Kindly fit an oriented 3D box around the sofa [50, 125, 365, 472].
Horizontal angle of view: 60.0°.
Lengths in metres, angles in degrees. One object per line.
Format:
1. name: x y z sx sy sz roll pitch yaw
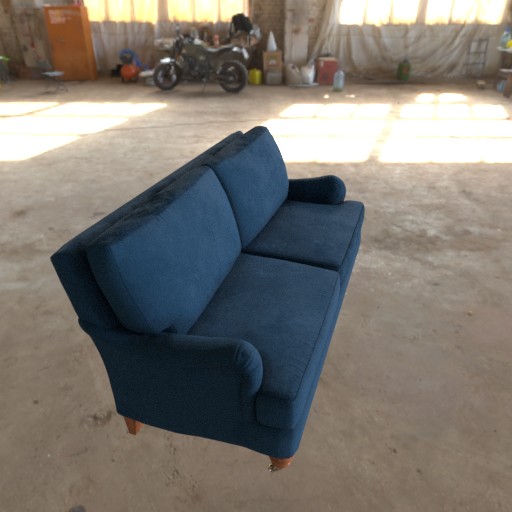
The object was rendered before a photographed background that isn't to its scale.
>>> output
1. sofa: 0.000 0.000 2.701 1.084 1.101 2.141 10 31 17
